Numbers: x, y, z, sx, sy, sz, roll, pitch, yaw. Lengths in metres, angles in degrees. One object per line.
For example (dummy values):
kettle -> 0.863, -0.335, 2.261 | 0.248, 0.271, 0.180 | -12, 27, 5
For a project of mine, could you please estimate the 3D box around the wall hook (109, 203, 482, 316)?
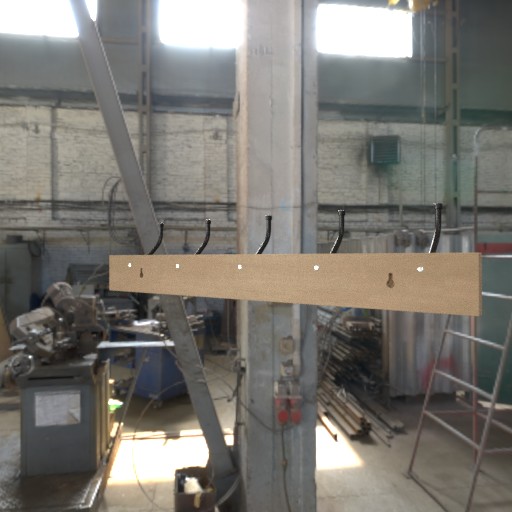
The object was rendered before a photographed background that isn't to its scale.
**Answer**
wall hook -> 0.000, 0.000, 0.613 | 0.571, 0.117, 0.071 | 0, 0, 37
